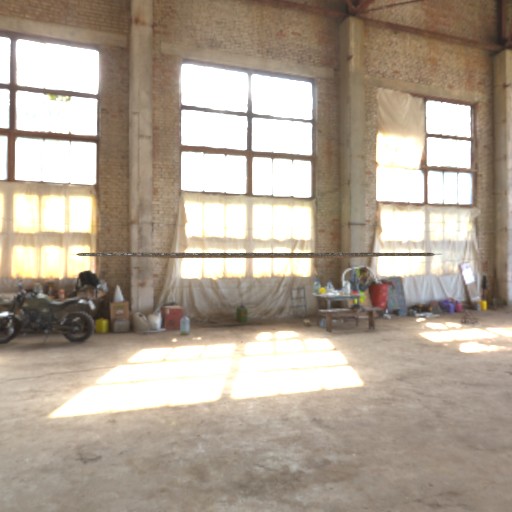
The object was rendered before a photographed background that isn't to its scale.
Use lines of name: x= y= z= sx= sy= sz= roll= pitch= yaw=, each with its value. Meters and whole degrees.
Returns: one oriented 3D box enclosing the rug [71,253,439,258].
rug: x=0.000 y=0.000 z=4.008 sx=2.125 sy=0.028 sz=3.027 roll=0 pitch=-1 yaw=0
